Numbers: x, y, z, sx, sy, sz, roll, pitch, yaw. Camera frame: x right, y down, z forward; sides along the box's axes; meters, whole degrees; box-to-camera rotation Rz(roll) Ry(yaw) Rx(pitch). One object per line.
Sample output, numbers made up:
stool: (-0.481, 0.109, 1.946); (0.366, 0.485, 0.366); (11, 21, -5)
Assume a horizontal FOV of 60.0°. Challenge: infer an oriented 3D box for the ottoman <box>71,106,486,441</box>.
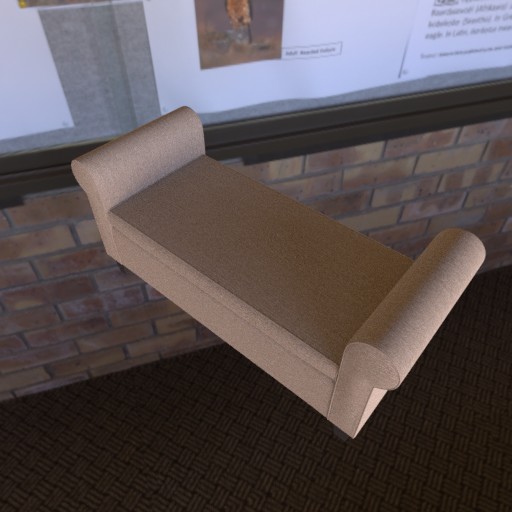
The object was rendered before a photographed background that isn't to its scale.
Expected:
ottoman: (0.000, 0.000, 1.539); (1.256, 0.547, 0.521); (31, 53, 27)
